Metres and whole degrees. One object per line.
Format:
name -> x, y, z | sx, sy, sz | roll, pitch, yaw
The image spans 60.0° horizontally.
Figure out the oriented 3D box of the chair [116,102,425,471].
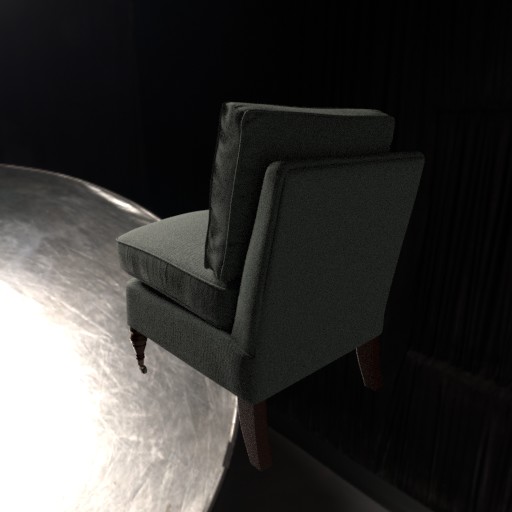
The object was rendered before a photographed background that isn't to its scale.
chair -> 0.000, 0.000, 1.424 | 0.624, 0.901, 0.796 | -15, 22, -41
